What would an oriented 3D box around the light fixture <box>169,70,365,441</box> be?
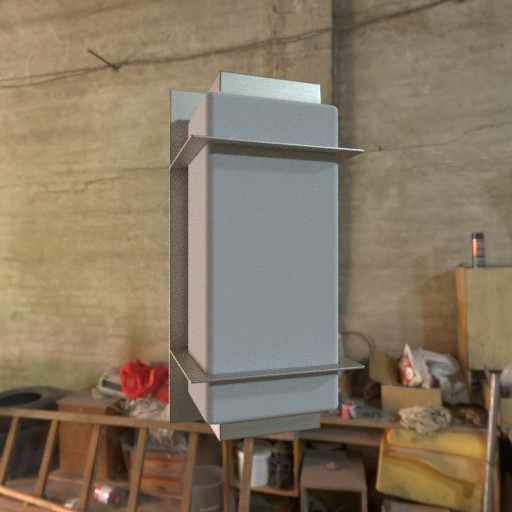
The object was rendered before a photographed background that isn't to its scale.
[{"bbox_3d":[0.000,0.000,0.474,0.168,0.380,0.160,0,0,-18],"label":"light fixture"}]
